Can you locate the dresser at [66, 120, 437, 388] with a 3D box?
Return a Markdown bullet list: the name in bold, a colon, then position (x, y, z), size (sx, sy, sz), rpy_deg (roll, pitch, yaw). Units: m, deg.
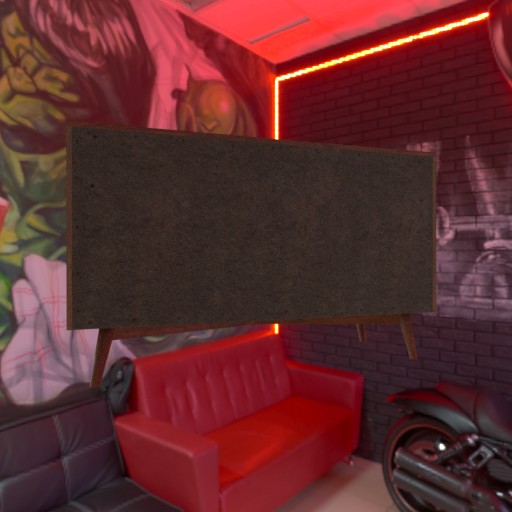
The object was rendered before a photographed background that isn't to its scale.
- **dresser**: position (0.000, 0.000, 1.917), size (1.472, 0.889, 0.500), rpy_deg (0, 0, -18)
